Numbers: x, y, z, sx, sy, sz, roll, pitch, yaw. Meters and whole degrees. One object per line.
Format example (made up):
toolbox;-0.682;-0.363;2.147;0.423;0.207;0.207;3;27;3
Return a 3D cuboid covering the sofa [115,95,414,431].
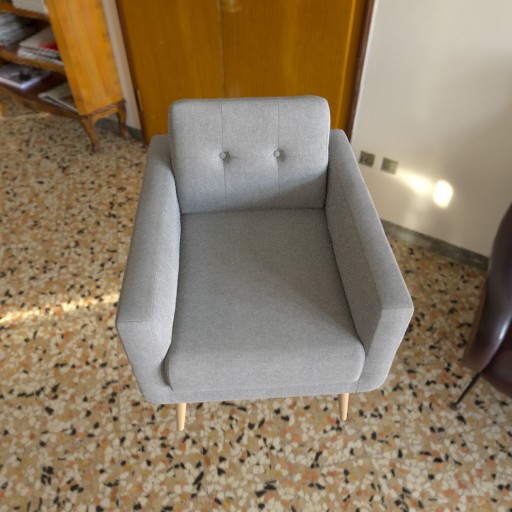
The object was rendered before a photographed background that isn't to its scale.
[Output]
sofa;0.000;0.000;1.544;0.770;0.860;0.920;-3;46;-3
